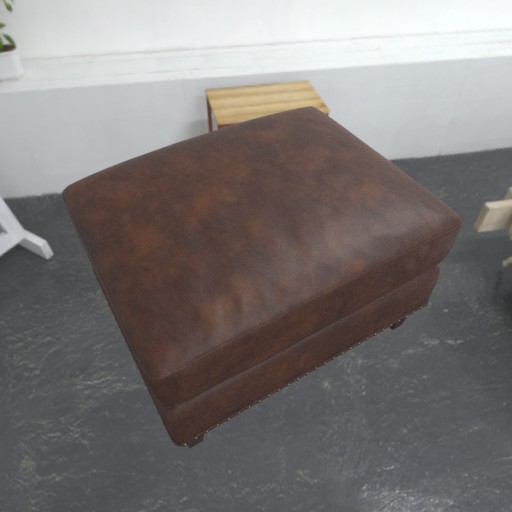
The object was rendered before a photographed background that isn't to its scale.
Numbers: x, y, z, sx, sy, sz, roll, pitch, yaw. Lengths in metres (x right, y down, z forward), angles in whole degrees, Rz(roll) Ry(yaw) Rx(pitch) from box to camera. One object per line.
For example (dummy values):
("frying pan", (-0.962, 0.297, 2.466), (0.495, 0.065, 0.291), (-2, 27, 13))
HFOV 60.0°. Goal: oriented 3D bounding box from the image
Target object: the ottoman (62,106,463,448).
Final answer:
("ottoman", (0.000, 0.000, 1.126), (0.742, 0.486, 0.586), (-24, 52, -20))
